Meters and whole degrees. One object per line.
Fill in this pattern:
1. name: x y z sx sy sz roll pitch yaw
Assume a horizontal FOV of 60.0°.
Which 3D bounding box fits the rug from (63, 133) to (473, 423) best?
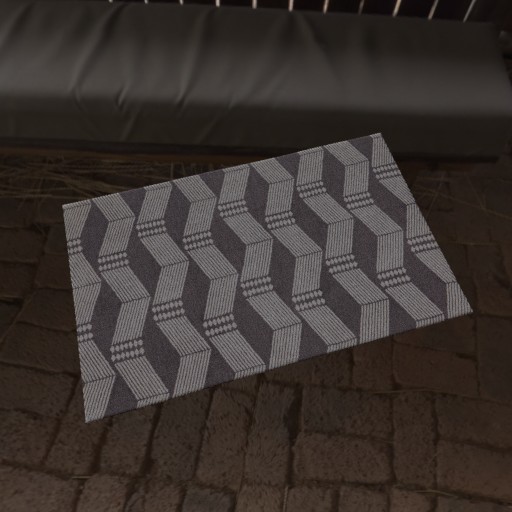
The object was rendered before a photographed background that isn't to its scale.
1. rug: 0.000 0.000 2.983 2.435 0.011 1.517 -14 65 -7
